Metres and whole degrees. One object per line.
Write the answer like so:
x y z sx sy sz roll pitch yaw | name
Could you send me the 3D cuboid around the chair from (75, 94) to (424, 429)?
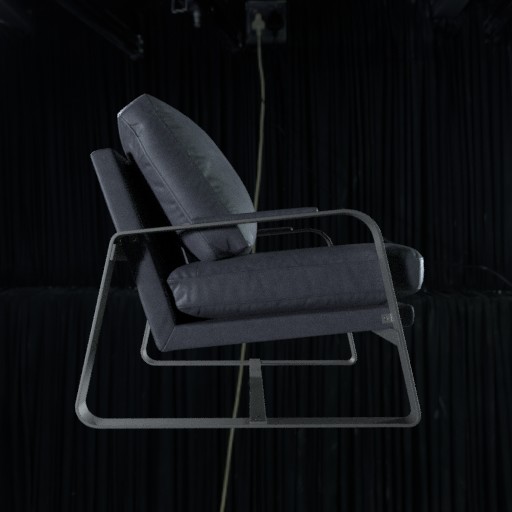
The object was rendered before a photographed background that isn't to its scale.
0.000 0.000 1.420 0.878 0.839 0.692 0 -1 -1 | chair
